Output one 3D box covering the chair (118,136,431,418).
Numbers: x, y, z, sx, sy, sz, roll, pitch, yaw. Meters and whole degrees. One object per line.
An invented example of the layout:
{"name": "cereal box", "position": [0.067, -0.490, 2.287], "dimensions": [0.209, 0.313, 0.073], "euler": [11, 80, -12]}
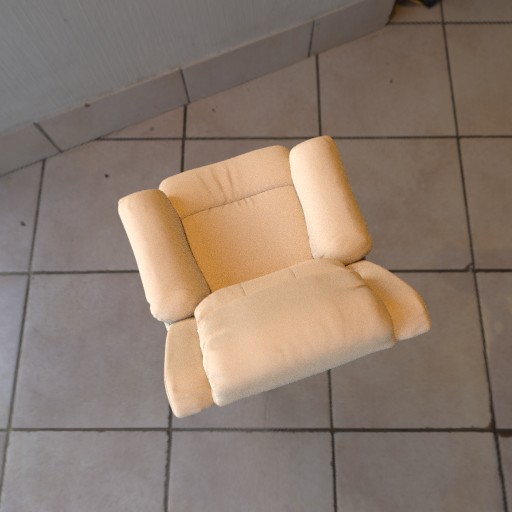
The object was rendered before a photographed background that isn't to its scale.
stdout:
{"name": "chair", "position": [0.000, 0.000, 1.286], "dimensions": [0.680, 0.702, 0.709], "euler": [-18, 76, -5]}
